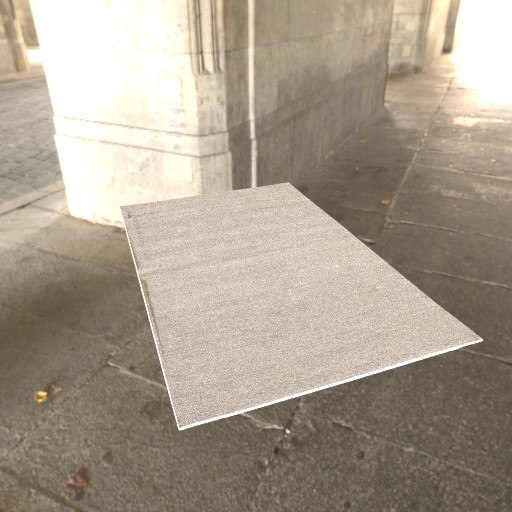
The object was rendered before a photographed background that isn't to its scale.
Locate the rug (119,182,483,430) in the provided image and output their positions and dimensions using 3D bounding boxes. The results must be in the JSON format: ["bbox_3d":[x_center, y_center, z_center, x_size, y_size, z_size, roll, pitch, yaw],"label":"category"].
[{"bbox_3d":[0.000,0.000,2.251,1.179,0.022,1.820,-10,31,-18],"label":"rug"}]
